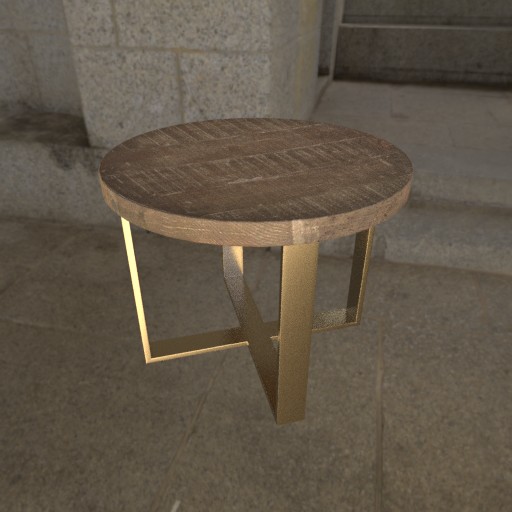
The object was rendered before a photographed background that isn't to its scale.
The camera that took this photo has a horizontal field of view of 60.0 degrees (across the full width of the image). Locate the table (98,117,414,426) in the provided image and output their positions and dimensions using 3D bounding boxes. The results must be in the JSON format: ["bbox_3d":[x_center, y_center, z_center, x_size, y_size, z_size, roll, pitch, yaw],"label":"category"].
[{"bbox_3d":[0.000,0.000,0.932,0.557,0.437,0.557,0,31,0],"label":"table"}]
